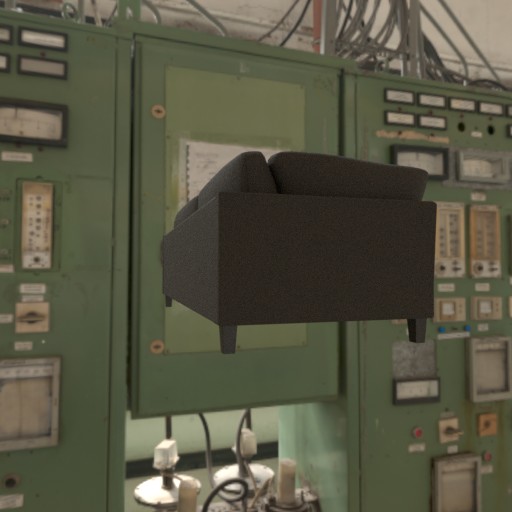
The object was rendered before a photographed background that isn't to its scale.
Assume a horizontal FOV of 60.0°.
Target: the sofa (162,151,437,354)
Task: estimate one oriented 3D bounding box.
[{"bbox_3d":[0.000,0.000,2.813,0.969,0.792,2.312,1,-2,-17],"label":"sofa"}]
